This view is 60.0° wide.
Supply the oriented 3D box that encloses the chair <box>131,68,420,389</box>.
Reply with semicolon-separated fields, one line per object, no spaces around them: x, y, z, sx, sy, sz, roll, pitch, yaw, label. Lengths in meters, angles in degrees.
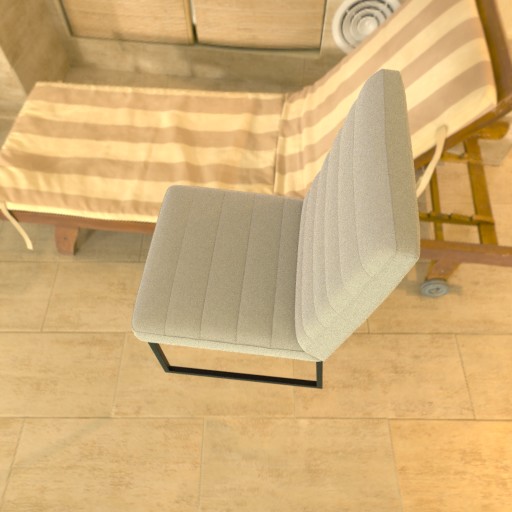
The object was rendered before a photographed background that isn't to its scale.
0.000;0.000;1.276;0.634;0.930;0.520;5;59;3;chair
